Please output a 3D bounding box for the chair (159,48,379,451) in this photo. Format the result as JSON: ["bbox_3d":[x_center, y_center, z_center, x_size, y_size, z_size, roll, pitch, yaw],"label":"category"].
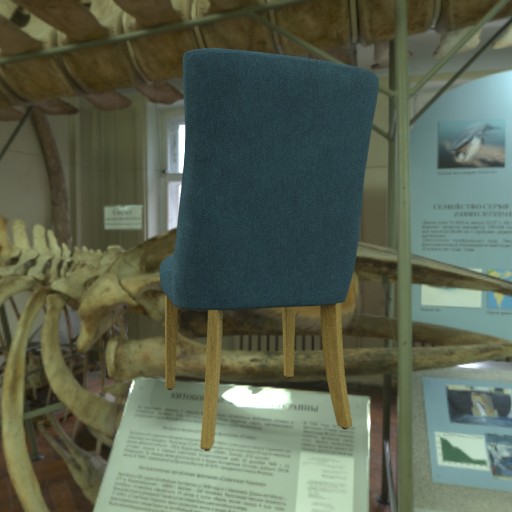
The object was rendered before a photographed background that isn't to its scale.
[{"bbox_3d":[0.000,0.000,1.257,0.495,0.902,0.609,-1,2,-18],"label":"chair"}]
